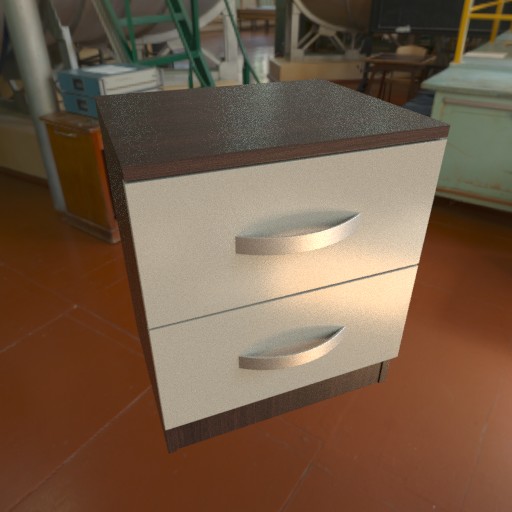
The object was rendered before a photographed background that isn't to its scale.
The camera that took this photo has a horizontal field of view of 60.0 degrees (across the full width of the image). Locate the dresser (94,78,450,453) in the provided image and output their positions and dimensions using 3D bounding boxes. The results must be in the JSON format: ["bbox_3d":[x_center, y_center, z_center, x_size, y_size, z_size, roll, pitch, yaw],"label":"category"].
[{"bbox_3d":[0.000,0.000,0.734,0.400,0.470,0.360,-12,34,-18],"label":"dresser"}]
